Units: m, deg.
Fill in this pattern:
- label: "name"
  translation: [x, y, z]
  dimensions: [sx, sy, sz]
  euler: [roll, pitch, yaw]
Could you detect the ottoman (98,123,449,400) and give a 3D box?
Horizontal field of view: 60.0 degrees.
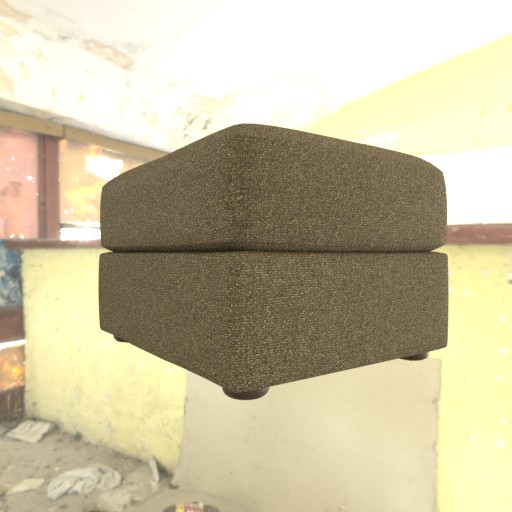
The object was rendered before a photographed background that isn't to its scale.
- label: "ottoman"
  translation: [0.000, 0.000, 1.122]
  dimensions: [0.598, 0.476, 0.742]
  euler: [0, 0, -35]
